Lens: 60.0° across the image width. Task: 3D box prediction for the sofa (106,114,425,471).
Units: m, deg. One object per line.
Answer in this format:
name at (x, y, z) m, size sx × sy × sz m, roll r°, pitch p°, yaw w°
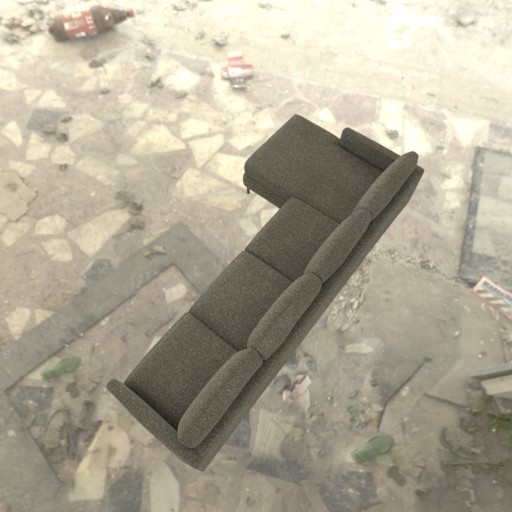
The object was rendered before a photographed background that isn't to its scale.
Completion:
sofa at (0.000, 0.000, 3.531) m, size 1.350 × 0.810 × 2.932 m, roll 35°, pitch 67°, yaw 17°
